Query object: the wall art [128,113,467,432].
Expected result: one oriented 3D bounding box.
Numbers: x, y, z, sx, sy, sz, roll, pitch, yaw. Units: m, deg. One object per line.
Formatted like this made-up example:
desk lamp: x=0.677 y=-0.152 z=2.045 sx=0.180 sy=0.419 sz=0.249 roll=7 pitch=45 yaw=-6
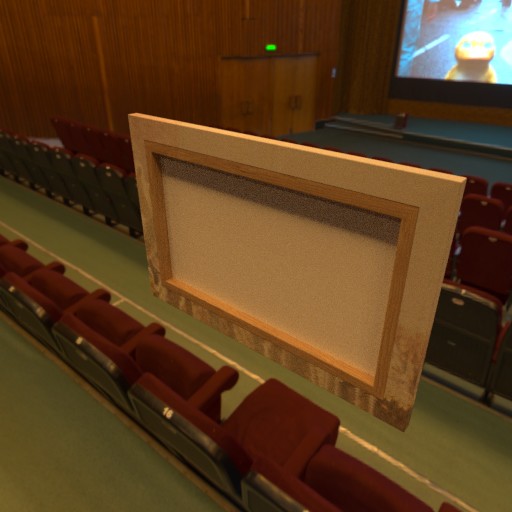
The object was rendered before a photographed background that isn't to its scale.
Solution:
wall art: x=0.000 y=0.000 z=1.437 sx=1.142 sy=0.758 sz=0.041 roll=21 pitch=35 yaw=34
